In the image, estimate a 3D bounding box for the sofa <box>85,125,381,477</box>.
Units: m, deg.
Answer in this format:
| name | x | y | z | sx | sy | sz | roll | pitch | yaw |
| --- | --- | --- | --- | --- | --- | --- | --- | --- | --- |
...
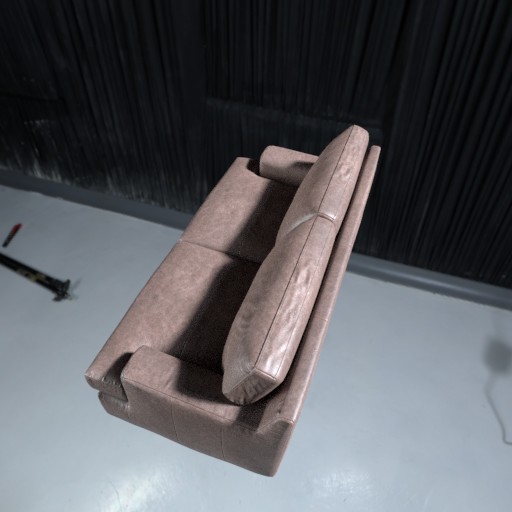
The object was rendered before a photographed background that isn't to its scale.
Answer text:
| name | x | y | z | sx | sy | sz | roll | pitch | yaw |
| --- | --- | --- | --- | --- | --- | --- | --- | --- | --- |
| sofa | 0.000 | 0.000 | 2.827 | 1.143 | 0.941 | 2.261 | 15 | 48 | 14 |
